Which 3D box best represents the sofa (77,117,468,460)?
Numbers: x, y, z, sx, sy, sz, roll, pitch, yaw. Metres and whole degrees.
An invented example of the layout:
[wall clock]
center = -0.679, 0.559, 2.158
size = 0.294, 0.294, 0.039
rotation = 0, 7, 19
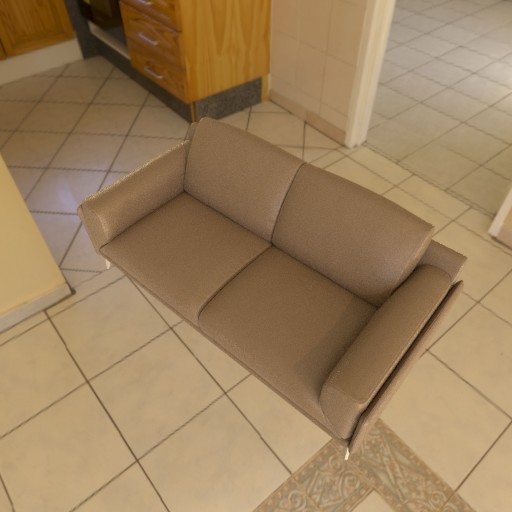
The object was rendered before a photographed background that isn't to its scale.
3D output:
[sofa]
center = 0.000, 0.000, 2.649
size = 2.101, 0.930, 1.049
rotation = 32, 55, 26
